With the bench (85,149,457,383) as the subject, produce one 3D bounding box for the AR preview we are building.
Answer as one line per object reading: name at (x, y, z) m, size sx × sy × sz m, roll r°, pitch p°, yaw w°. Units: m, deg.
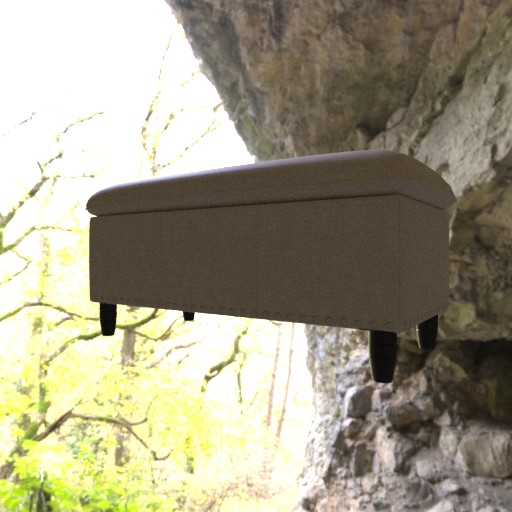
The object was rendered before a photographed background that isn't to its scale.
bench at (0.000, 0.000, 1.249) m, size 0.991 × 0.483 × 0.483 m, roll 0°, pitch 1°, yaw 34°
